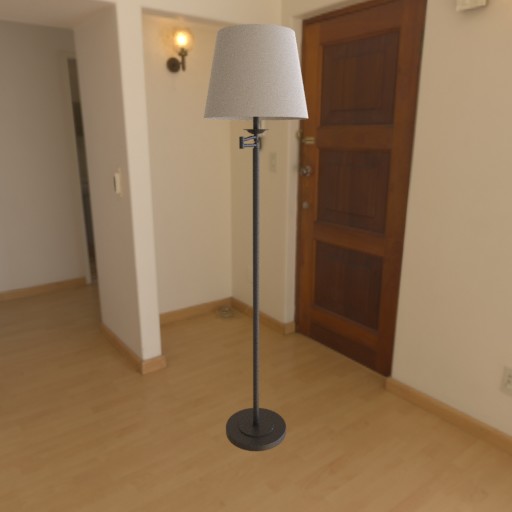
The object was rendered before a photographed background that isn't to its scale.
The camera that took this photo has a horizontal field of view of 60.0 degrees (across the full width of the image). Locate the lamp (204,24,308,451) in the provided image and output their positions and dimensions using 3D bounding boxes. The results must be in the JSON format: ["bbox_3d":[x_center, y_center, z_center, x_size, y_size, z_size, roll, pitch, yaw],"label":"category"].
[{"bbox_3d":[0.000,0.000,1.607,0.348,1.473,0.348,8,17,27],"label":"lamp"}]
